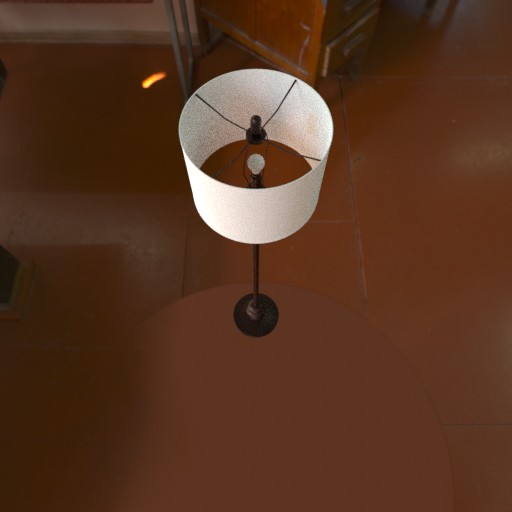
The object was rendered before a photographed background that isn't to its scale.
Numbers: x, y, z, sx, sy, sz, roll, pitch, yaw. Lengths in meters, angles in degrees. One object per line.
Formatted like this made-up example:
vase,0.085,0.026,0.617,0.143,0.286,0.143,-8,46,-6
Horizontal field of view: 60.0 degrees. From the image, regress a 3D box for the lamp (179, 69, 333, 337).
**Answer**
lamp,0.000,0.000,1.675,0.356,1.487,0.356,31,69,14
